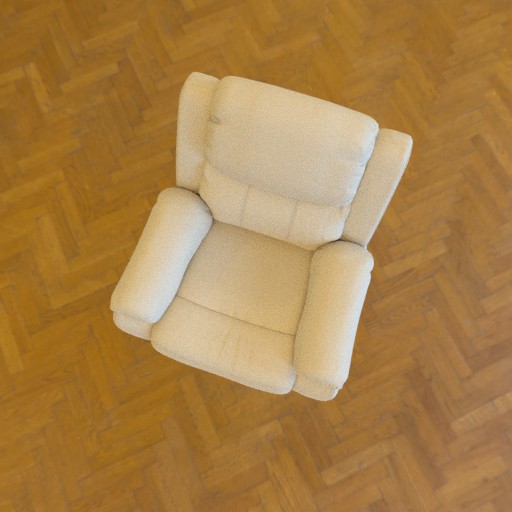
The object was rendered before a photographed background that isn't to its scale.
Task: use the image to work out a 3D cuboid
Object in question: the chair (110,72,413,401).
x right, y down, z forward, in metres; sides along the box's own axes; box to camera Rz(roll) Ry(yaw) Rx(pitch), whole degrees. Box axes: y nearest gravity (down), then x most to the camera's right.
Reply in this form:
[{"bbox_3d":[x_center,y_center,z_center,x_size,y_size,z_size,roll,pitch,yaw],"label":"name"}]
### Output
[{"bbox_3d":[0.000,0.000,1.290,0.680,0.702,0.709,18,76,5],"label":"chair"}]
